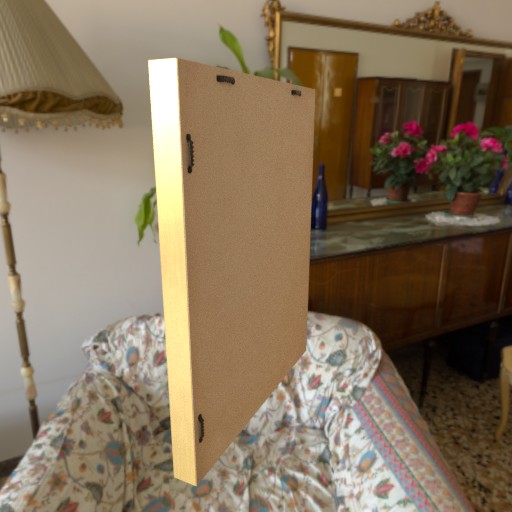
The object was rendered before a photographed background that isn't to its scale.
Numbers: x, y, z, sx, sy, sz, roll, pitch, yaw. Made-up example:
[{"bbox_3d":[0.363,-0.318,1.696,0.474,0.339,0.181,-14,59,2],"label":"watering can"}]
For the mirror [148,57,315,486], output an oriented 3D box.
[{"bbox_3d":[0.000,0.000,0.679,0.041,0.508,0.405,8,18,25],"label":"mirror"}]
